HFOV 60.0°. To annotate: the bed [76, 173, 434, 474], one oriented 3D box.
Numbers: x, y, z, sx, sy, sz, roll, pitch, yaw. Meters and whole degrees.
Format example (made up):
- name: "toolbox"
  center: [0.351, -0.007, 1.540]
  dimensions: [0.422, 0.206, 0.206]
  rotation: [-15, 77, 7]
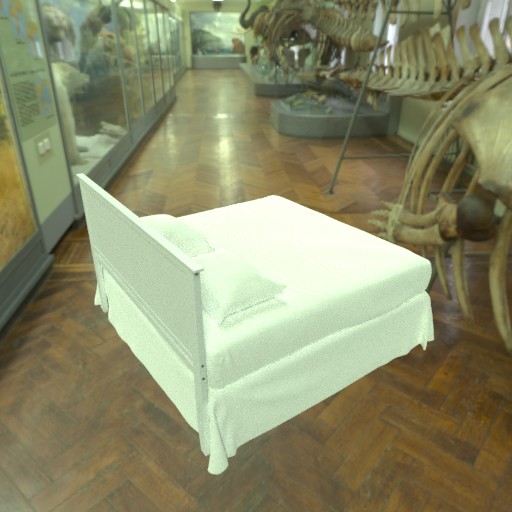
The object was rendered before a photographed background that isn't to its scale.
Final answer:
- name: "bed"
  center: [0.000, 0.000, 3.650]
  dimensions: [2.215, 1.273, 2.317]
  rotation: [-17, 31, -31]
